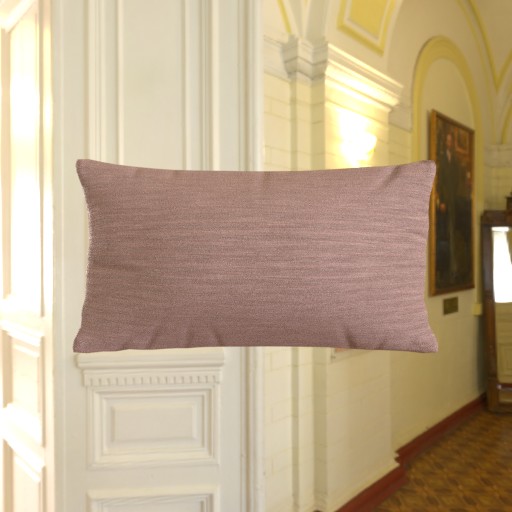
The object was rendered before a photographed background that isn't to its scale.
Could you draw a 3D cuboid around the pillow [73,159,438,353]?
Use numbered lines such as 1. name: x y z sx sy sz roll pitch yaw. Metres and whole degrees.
1. pillow: 0.000 0.000 0.782 0.633 0.338 0.210 0 0 -1
